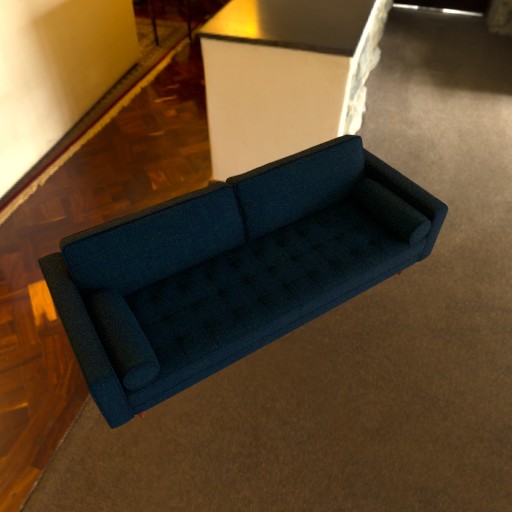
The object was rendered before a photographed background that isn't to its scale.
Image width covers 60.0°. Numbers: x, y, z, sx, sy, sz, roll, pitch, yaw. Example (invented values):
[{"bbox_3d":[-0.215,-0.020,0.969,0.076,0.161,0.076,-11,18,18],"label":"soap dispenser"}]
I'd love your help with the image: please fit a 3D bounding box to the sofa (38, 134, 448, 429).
[{"bbox_3d":[0.000,0.000,2.635,2.210,0.762,0.914,-24,51,-22],"label":"sofa"}]
